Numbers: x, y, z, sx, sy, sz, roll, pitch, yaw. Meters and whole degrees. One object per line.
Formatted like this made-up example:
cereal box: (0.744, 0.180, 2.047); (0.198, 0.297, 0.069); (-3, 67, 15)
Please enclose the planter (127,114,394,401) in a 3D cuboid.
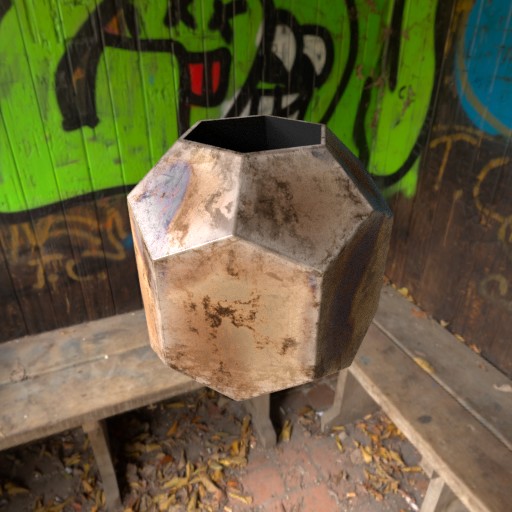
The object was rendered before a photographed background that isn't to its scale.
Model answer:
planter: (0.000, 0.000, 0.427); (0.221, 0.238, 0.243); (21, 36, 32)
